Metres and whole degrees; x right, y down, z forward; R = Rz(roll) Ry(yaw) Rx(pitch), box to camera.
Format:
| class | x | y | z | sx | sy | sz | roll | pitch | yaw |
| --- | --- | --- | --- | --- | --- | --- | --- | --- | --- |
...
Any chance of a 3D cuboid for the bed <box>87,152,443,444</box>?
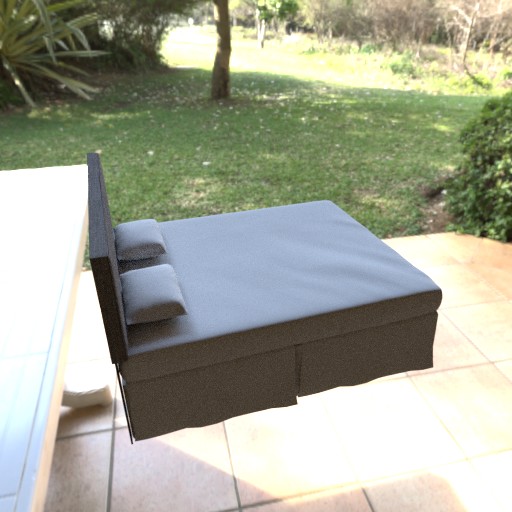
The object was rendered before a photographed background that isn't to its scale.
| class | x | y | z | sx | sy | sz | roll | pitch | yaw |
| --- | --- | --- | --- | --- | --- | --- | --- | --- | --- |
| bed | 0.000 | 0.000 | 3.004 | 1.958 | 1.168 | 1.621 | -9 | 31 | -16 |
